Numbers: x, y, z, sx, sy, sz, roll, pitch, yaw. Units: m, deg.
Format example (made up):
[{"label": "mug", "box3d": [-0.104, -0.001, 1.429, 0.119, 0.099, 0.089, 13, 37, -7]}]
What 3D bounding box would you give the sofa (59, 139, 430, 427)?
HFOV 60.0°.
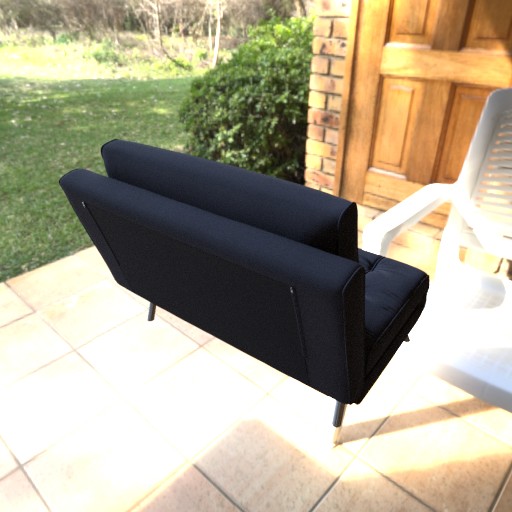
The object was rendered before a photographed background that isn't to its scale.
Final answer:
[{"label": "sofa", "box3d": [0.000, 0.000, 1.838, 1.220, 0.910, 0.910, 21, 37, 31]}]
